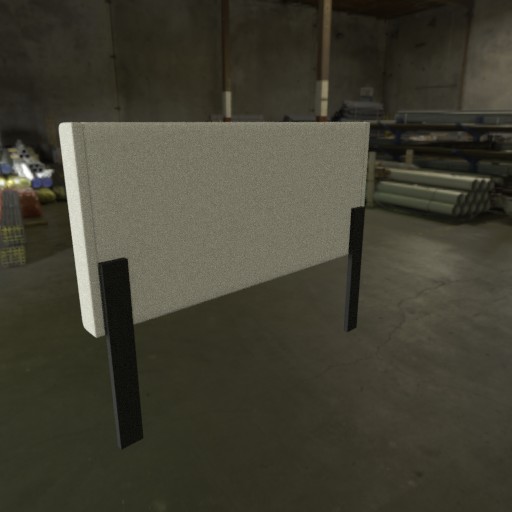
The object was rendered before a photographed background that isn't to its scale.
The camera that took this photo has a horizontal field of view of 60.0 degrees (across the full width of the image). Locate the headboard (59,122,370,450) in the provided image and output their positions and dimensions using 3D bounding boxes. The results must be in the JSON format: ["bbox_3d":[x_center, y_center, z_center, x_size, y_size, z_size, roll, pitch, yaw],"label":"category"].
[{"bbox_3d":[0.000,0.000,2.637,2.051,1.524,0.184,-15,22,-41],"label":"headboard"}]
